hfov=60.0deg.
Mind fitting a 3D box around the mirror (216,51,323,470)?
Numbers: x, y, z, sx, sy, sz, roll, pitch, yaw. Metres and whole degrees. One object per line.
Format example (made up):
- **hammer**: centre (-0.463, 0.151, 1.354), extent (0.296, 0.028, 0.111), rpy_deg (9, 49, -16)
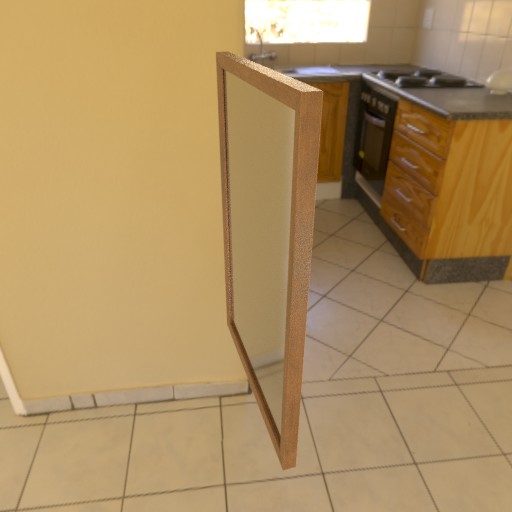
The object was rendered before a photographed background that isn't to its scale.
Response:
- **mirror**: centre (0.000, 0.000, 1.153), extent (0.040, 0.915, 0.609), rpy_deg (-9, 31, -14)
